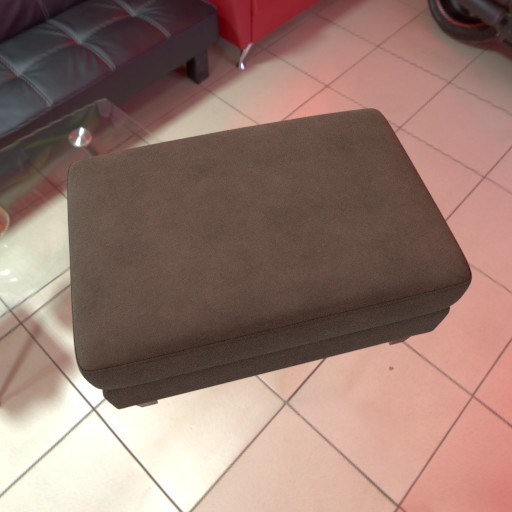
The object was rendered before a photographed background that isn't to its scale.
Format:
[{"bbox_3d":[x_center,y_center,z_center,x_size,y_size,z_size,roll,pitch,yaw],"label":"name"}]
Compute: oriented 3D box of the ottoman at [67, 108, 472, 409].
[{"bbox_3d":[0.000,0.000,1.181,0.864,0.483,0.584,-12,60,-7],"label":"ottoman"}]
